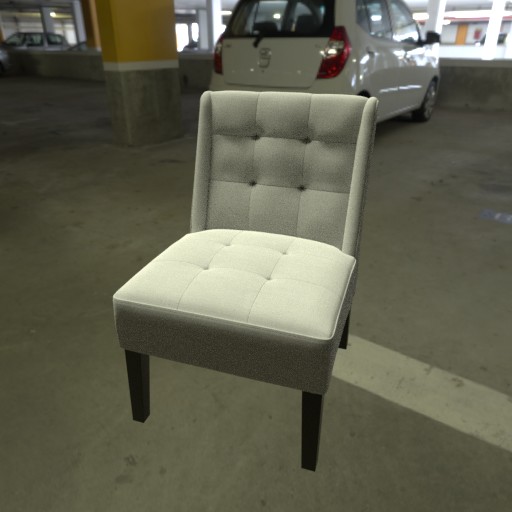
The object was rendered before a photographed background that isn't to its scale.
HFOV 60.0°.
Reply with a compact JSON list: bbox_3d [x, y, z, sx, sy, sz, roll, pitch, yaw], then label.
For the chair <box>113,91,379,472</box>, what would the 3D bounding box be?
[{"bbox_3d":[0.000,0.000,1.303,0.569,0.853,0.676,8,27,17],"label":"chair"}]
